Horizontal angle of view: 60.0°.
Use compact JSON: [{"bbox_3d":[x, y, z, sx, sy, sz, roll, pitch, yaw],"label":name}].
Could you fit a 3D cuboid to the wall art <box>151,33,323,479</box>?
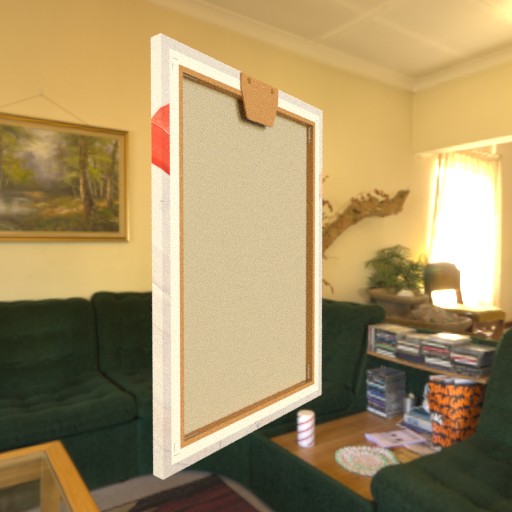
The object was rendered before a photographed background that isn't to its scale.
[{"bbox_3d":[0.000,0.000,1.088,0.036,0.848,0.613,1,2,38],"label":"wall art"}]
